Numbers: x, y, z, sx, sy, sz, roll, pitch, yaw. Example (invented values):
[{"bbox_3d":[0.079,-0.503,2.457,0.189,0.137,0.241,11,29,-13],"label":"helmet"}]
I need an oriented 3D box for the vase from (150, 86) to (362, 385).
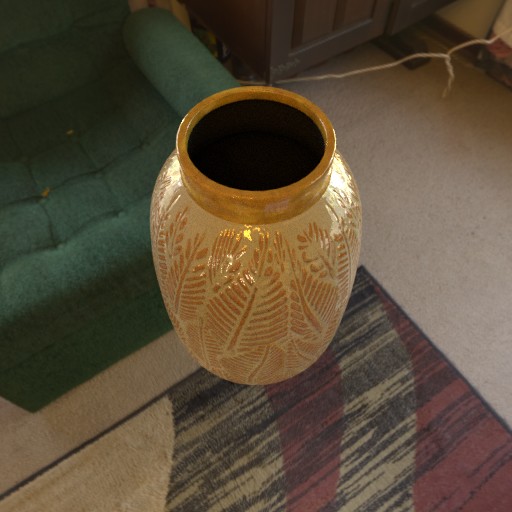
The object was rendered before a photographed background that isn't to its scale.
[{"bbox_3d":[0.000,0.000,0.380,0.172,0.270,0.172,0,58,0],"label":"vase"}]
